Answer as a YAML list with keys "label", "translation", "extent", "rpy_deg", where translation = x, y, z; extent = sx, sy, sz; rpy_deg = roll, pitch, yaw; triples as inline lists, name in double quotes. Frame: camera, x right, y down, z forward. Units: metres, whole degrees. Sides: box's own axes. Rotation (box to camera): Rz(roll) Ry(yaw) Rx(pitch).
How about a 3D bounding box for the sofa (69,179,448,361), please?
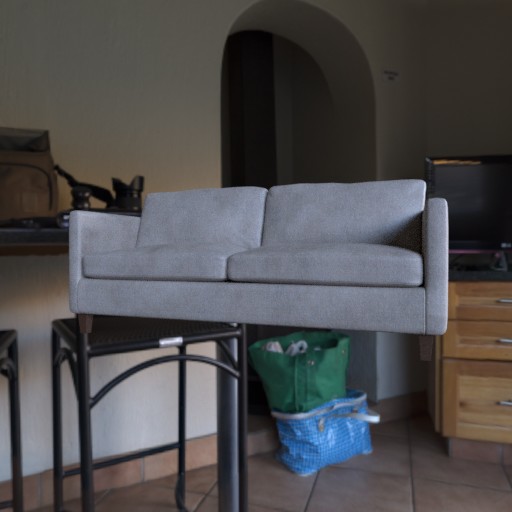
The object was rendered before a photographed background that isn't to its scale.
- label: "sofa"
  translation: [0.000, 0.000, 2.825]
  extent: [2.208, 0.965, 0.951]
  rpy_deg: [0, 1, 20]
